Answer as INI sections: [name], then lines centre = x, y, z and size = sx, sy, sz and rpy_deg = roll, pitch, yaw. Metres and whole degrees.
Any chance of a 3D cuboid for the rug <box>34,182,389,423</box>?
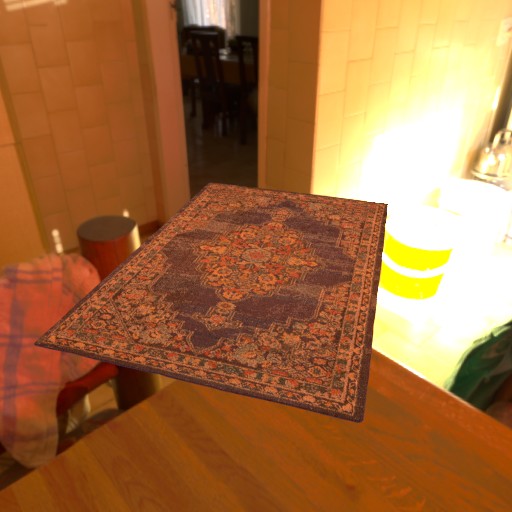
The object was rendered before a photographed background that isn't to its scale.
[rug]
centre = 0.000, 0.000, 3.744
size = 2.053, 0.011, 2.940
rpy_deg = 9, 32, 15
